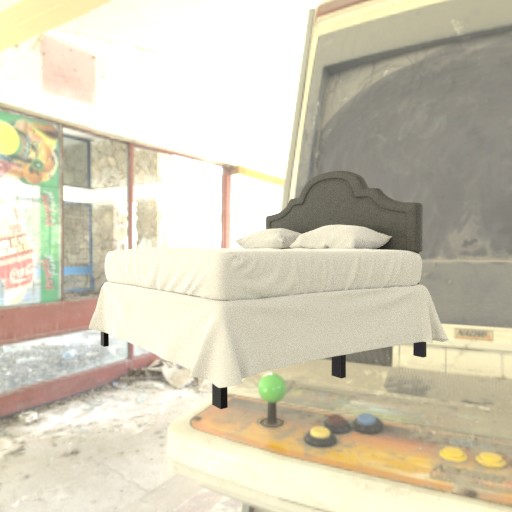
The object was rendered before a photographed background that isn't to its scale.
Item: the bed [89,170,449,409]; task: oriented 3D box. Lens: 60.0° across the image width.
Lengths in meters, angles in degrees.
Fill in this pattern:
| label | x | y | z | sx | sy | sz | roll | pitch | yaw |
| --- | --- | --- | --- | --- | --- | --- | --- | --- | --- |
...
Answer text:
| label | x | y | z | sx | sy | sz | roll | pitch | yaw |
| --- | --- | --- | --- | --- | --- | --- | --- | --- | --- |
| bed | 0.000 | 0.000 | 3.800 | 2.222 | 1.631 | 2.303 | -1 | 1 | -37 |
